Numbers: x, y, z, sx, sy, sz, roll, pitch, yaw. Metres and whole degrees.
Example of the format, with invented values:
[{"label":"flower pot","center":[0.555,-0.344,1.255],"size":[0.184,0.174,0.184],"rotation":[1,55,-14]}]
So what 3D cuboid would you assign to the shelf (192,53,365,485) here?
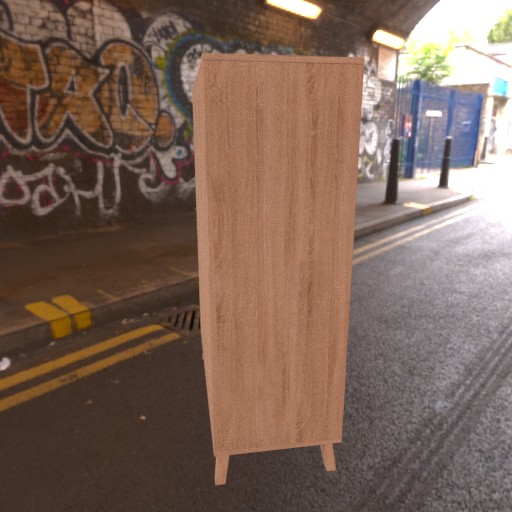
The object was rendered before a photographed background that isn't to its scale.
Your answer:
[{"label":"shelf","center":[0.000,0.000,1.852],"size":[0.450,1.390,1.000],"rotation":[-2,15,-9]}]
